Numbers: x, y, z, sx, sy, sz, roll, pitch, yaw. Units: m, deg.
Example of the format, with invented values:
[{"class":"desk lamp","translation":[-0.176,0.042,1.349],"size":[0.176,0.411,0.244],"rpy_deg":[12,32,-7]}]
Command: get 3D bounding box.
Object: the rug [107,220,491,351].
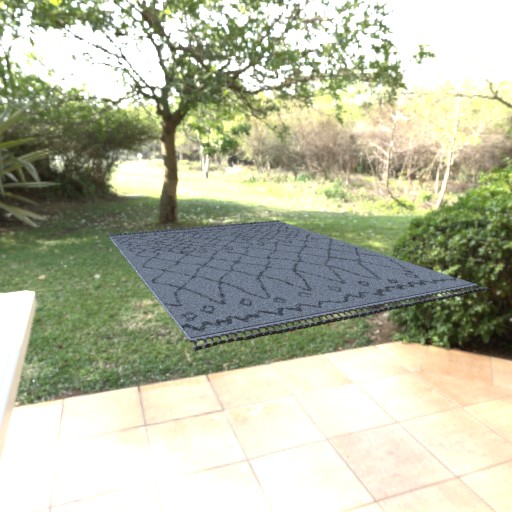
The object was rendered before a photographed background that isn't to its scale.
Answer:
[{"class":"rug","translation":[0.000,0.000,2.977],"size":[1.613,0.017,2.312],"rpy_deg":[-7,16,-25]}]
